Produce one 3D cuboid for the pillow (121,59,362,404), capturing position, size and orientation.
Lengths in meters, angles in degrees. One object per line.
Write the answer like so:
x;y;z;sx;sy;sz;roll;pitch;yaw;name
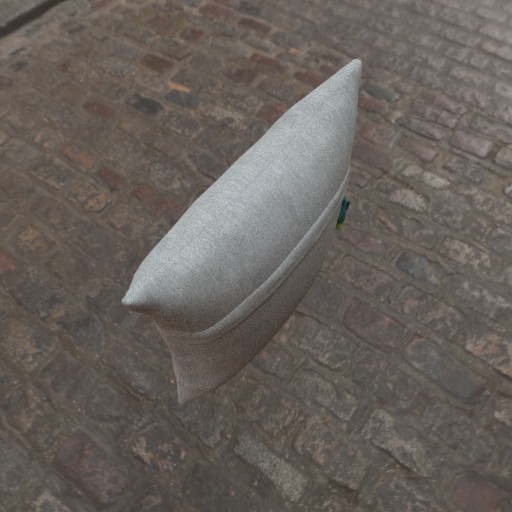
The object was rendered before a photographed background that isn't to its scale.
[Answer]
0.000;0.000;0.676;0.173;0.436;0.433;32;64;18;pillow
